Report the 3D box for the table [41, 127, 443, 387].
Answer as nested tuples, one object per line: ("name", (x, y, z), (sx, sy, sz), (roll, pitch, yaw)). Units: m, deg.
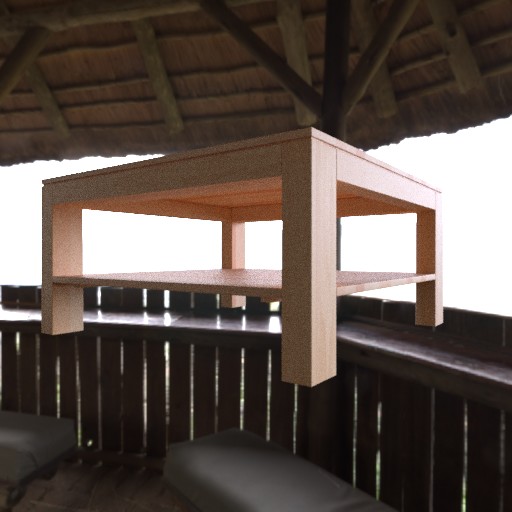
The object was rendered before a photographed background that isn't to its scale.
("table", (0.000, 0.000, 1.394), (0.900, 0.450, 0.900), (0, 0, 36))
